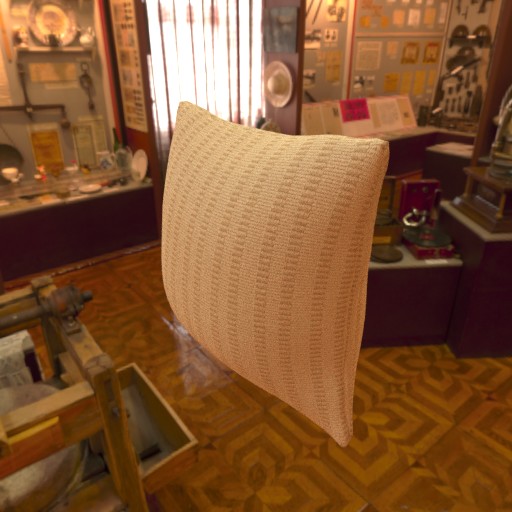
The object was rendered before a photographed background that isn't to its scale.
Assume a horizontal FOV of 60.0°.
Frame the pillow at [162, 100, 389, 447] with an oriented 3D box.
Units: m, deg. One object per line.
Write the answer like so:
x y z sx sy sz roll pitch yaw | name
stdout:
0.000 0.000 0.682 0.247 0.419 0.438 -18 31 -32 | pillow
